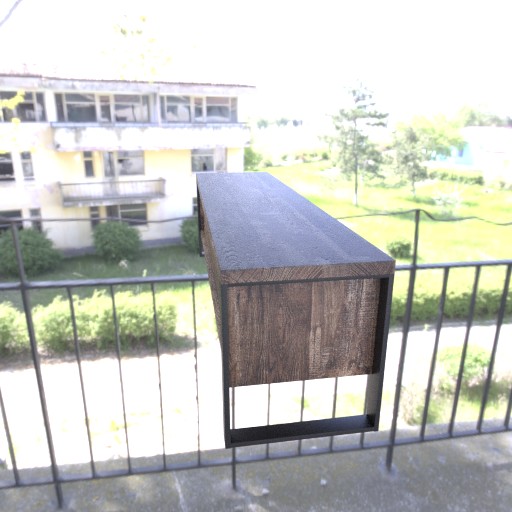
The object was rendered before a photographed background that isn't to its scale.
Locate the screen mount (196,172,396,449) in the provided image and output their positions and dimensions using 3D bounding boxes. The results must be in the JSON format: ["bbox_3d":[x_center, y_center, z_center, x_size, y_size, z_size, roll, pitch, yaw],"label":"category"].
[{"bbox_3d":[0.000,0.000,1.724,0.395,0.450,1.524,-3,18,-9],"label":"screen mount"}]
